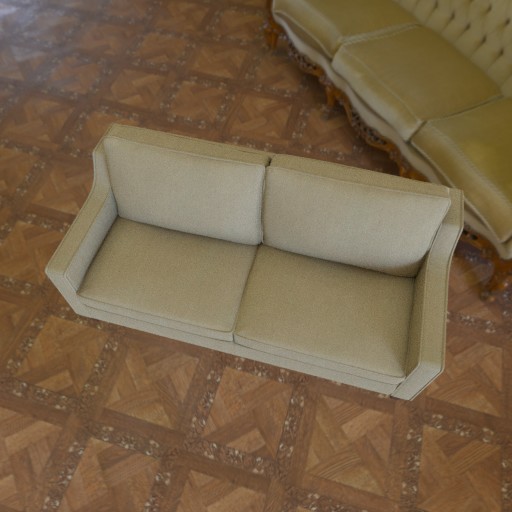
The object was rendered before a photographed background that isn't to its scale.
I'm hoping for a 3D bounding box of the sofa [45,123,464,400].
[{"bbox_3d":[0.000,0.000,2.712,2.178,1.071,1.066,13,59,8],"label":"sofa"}]
